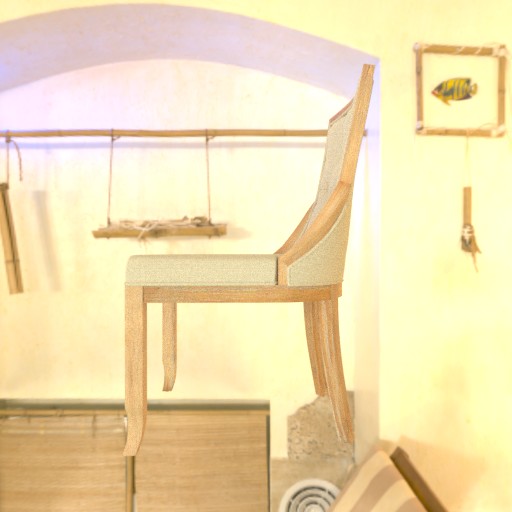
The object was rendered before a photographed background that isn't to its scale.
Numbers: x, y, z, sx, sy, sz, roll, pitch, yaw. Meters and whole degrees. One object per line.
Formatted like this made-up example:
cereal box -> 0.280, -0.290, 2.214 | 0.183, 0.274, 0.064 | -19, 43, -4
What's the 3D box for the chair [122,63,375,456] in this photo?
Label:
chair -> 0.000, 0.000, 1.310 | 0.641, 0.947, 0.524 | 0, 0, -1
